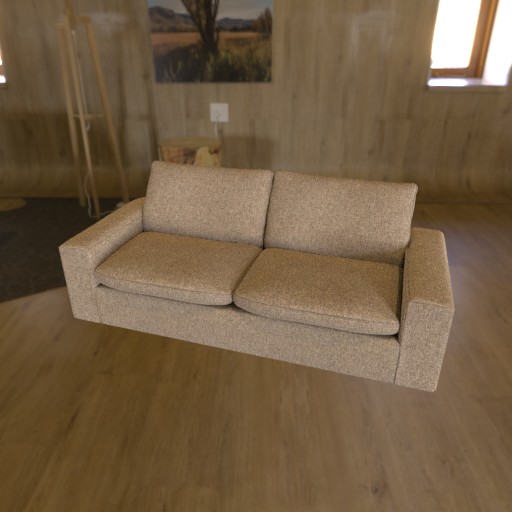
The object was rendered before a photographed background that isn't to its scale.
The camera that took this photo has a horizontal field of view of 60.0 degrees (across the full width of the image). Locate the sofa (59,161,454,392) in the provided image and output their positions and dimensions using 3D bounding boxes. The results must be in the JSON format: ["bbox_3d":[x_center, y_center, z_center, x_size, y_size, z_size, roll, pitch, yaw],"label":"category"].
[{"bbox_3d":[0.000,0.000,2.869,2.299,0.922,1.040,8,28,16],"label":"sofa"}]
